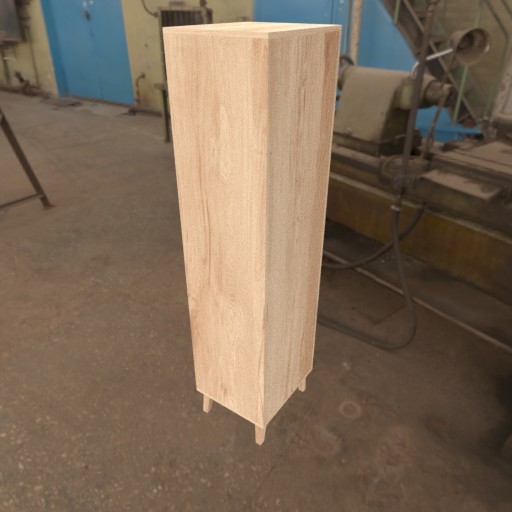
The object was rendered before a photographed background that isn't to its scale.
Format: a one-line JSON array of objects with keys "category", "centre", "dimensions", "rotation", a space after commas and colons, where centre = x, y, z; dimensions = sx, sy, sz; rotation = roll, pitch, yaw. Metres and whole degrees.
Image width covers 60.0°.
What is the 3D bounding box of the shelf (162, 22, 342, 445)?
[{"category": "shelf", "centre": [0.000, 0.000, 2.126], "dimensions": [0.450, 1.960, 0.510], "rotation": [20, 36, 30]}]
